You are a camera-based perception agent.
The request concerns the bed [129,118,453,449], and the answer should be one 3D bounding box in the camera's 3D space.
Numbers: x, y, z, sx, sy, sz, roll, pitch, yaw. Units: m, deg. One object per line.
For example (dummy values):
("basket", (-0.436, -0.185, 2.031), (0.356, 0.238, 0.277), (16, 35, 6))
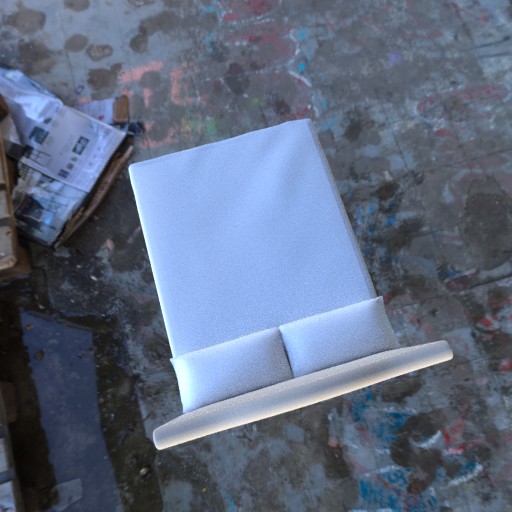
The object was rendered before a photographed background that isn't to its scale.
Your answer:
("bed", (0.000, 0.000, 3.189), (1.678, 1.398, 2.052), (-16, 75, -4))
